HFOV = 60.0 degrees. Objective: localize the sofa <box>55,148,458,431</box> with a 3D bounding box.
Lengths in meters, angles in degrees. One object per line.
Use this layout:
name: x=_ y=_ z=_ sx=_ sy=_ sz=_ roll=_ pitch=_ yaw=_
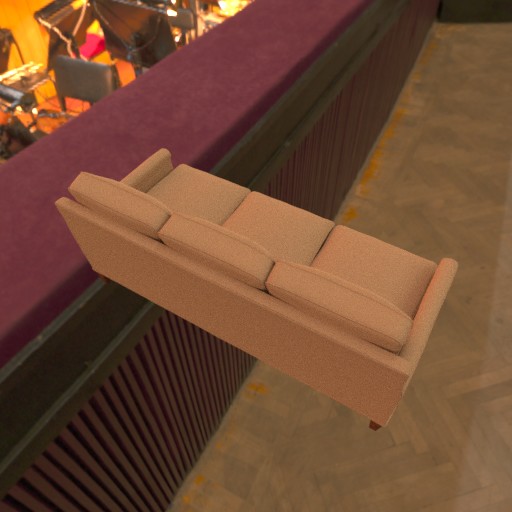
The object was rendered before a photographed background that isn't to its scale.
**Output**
sofa: x=0.000 y=0.000 z=2.815 sx=2.246 sy=1.003 sz=1.084 roll=24 pitch=52 yaw=20
